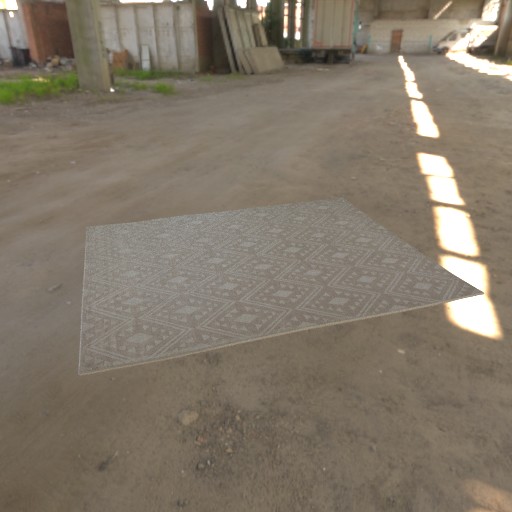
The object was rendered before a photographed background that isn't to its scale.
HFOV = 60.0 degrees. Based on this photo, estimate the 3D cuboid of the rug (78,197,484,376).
[{"bbox_3d":[0.000,0.000,4.098,3.011,0.054,2.399,-8,28,-16],"label":"rug"}]
